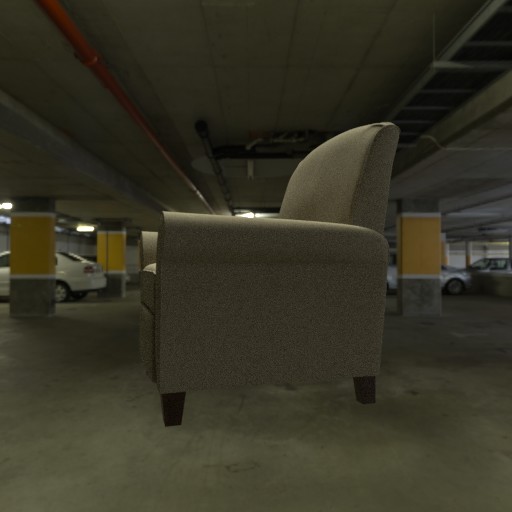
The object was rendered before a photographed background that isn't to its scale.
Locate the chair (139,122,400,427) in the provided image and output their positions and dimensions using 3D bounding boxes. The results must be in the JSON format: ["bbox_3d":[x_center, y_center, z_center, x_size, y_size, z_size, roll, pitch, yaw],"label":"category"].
[{"bbox_3d":[0.000,0.000,1.826,0.905,1.061,0.978,0,-1,-18],"label":"chair"}]
